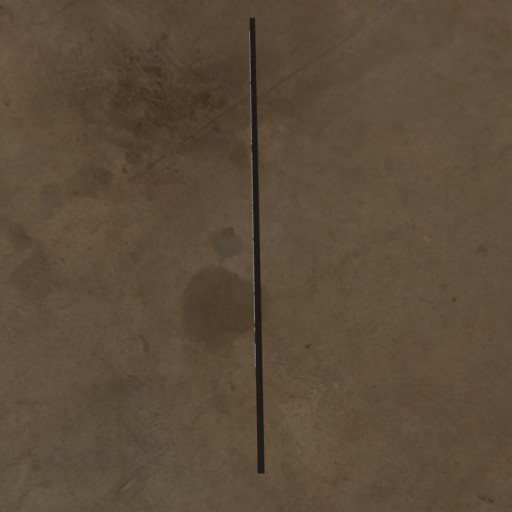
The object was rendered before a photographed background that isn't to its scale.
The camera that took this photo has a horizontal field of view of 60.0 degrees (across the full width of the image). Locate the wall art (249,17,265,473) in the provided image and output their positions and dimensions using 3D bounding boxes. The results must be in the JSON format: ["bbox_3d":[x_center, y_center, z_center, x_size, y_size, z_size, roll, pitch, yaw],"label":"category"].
[{"bbox_3d":[0.000,0.000,1.223,0.013,0.665,0.963,-1,76,0],"label":"wall art"}]
